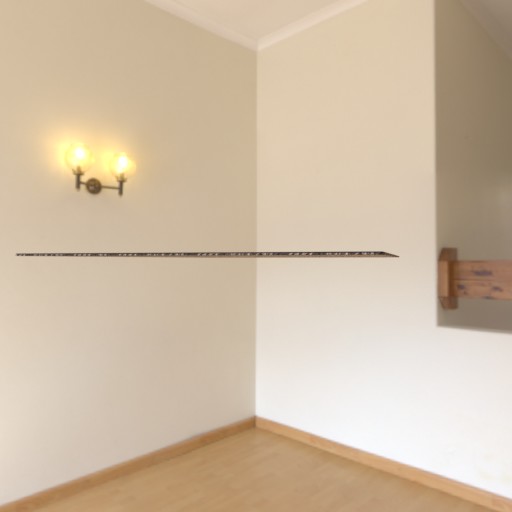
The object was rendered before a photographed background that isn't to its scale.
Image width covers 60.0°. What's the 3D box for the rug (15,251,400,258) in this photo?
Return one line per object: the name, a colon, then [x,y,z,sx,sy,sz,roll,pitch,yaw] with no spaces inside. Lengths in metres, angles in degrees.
rug: [0.000,0.000,3.839,2.306,0.017,2.902,0,0,19]
